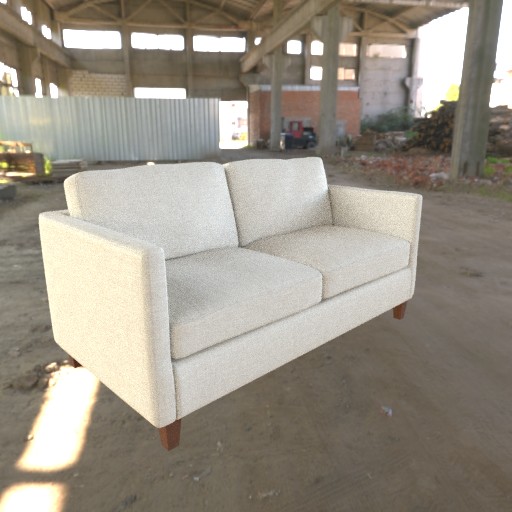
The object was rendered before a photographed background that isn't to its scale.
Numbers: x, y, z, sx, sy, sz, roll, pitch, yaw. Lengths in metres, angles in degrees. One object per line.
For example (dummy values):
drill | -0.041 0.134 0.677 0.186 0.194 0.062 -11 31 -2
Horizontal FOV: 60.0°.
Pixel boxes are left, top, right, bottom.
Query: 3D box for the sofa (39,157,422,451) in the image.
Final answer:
sofa | 0.000 0.000 2.337 1.838 0.963 0.950 -15 21 -42
